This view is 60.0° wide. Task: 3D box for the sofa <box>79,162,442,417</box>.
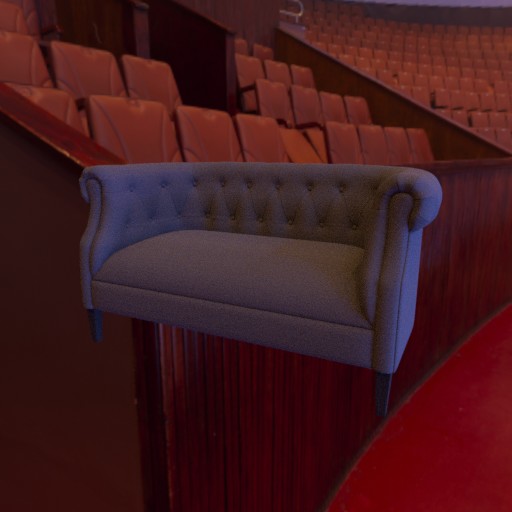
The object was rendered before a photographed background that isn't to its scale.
[{"bbox_3d":[0.000,0.000,2.058,1.558,0.827,0.835,7,16,26],"label":"sofa"}]
